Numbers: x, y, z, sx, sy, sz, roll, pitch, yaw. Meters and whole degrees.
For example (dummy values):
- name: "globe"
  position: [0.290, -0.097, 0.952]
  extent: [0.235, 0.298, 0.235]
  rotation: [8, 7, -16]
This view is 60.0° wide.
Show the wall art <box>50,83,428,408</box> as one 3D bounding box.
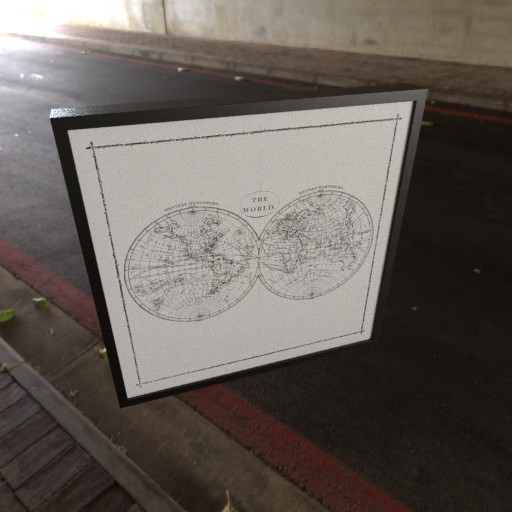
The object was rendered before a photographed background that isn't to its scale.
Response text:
- name: "wall art"
  position: [0.000, 0.000, 0.463]
  extent: [0.327, 0.318, 0.029]
  rotation: [-10, 33, -15]
